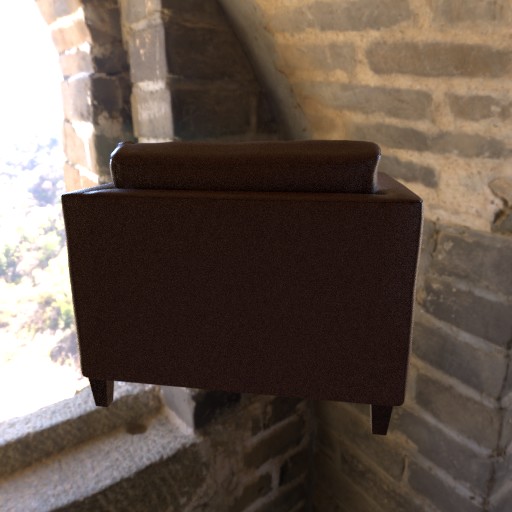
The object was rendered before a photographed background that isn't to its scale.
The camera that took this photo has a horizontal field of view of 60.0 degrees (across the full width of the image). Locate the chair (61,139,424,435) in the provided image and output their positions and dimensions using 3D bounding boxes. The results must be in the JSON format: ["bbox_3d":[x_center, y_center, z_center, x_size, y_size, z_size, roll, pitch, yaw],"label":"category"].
[{"bbox_3d":[0.000,0.000,1.792,1.107,0.917,0.959,2,16,9],"label":"chair"}]
